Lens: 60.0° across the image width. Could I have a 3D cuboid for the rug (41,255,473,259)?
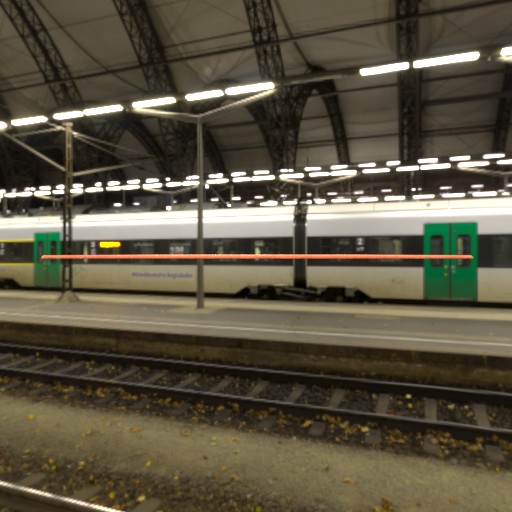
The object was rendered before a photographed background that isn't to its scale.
[{"bbox_3d":[0.000,0.000,3.951,2.430,0.018,2.976,0,0,0],"label":"rug"}]
